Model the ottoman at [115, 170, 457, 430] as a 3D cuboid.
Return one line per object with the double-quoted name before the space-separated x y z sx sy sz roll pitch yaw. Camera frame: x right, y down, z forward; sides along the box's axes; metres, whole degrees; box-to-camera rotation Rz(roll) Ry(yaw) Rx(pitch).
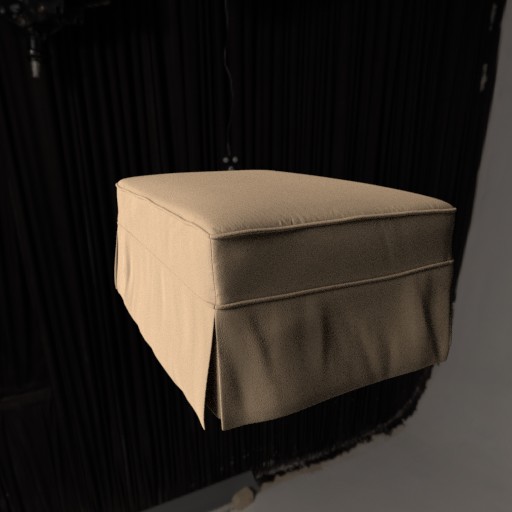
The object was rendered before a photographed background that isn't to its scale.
"ottoman" 0.000 0.000 1.347 0.721 0.482 0.959 -8 18 -27
